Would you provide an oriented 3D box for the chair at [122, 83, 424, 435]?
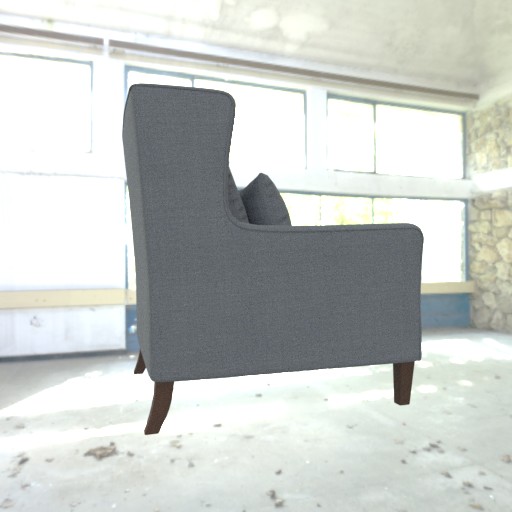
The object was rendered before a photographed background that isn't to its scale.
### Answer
[{"bbox_3d":[0.000,0.000,1.799,1.040,1.056,0.866,0,-1,-18],"label":"chair"}]
